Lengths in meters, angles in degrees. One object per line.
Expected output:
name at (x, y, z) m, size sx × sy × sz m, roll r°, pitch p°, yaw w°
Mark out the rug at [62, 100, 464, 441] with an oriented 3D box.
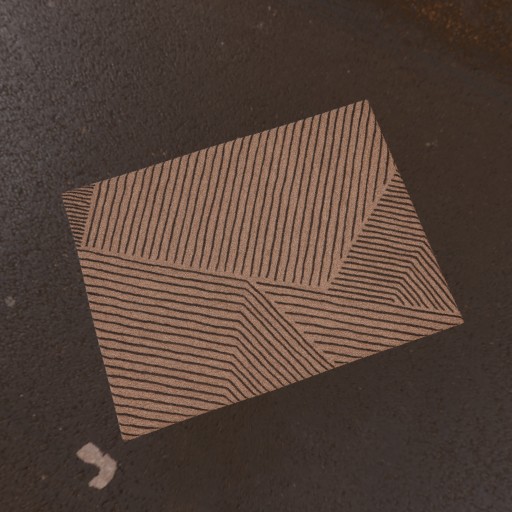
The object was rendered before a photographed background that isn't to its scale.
rug at (0.000, 0.000, 3.188) m, size 2.449 × 0.028 × 1.829 m, roll -18°, pitch 78°, yaw -4°
